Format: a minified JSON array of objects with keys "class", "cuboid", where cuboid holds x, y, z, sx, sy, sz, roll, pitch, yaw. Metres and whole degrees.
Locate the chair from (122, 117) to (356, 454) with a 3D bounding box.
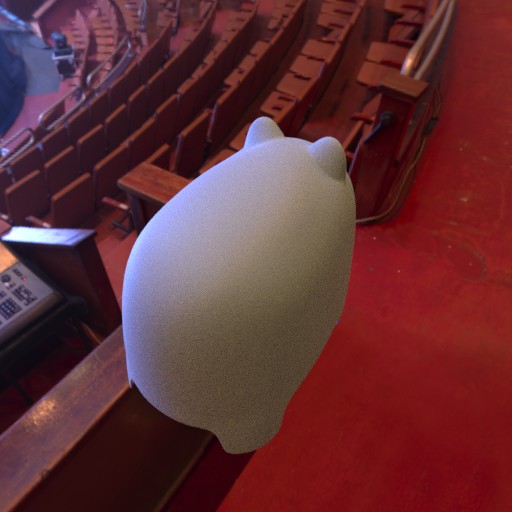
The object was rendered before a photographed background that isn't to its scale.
[{"class":"chair","cuboid":[0.000,0.000,0.874,0.364,0.423,0.619,24,50,22]}]
